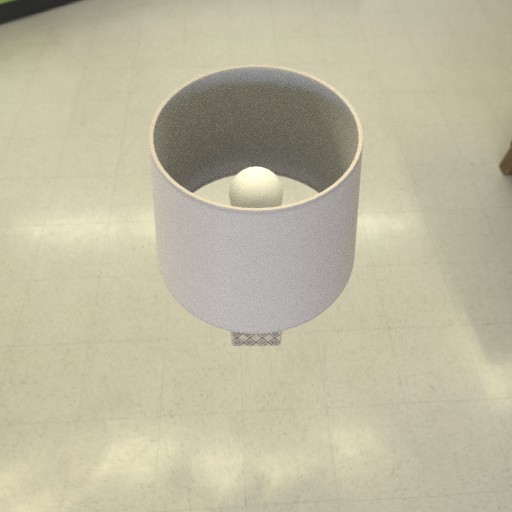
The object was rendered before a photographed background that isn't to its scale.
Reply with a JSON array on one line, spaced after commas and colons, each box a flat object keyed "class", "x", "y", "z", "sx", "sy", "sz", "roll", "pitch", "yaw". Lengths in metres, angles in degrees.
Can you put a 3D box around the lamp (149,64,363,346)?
[{"class": "lamp", "x": 0.000, "y": 0.000, "z": 0.595, "sx": 0.251, "sy": 0.435, "sz": 0.251, "roll": 0, "pitch": 57, "yaw": 0}]
